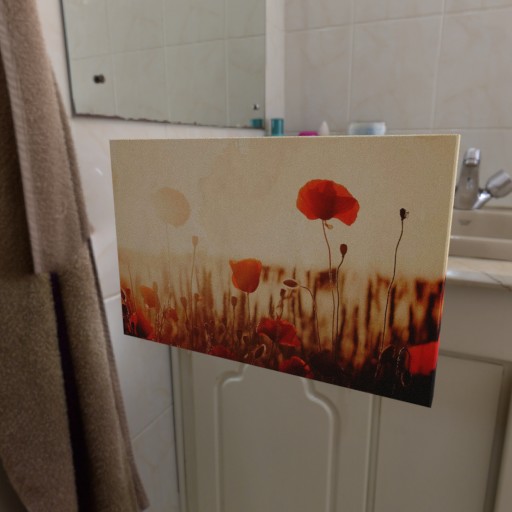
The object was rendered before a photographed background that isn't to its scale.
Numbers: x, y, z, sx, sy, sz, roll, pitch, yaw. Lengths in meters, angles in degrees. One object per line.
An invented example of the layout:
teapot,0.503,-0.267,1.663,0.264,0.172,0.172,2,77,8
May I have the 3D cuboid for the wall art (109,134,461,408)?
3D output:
wall art,0.000,0.000,0.776,0.613,0.402,0.040,7,15,26
